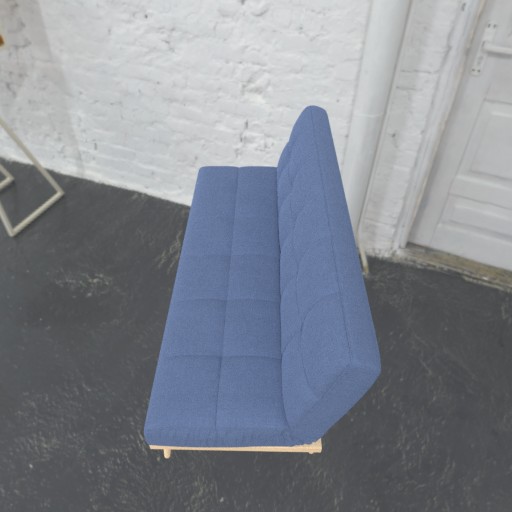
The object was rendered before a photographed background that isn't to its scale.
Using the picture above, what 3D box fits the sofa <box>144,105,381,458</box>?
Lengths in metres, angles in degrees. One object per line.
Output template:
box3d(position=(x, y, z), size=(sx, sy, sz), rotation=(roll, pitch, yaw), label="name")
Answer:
box3d(position=(0.000, 0.000, 2.211), size=(0.796, 0.800, 1.800), rotation=(1, 43, 1), label="sofa")
